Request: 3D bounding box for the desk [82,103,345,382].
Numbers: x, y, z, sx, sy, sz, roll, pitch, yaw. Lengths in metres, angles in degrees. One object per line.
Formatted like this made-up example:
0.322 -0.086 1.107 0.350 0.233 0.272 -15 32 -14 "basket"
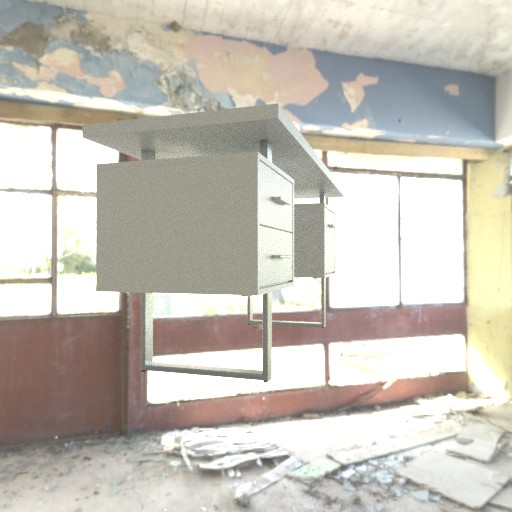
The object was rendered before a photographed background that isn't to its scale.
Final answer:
0.000 0.000 1.953 0.603 0.773 1.530 0 0 18 "desk"
